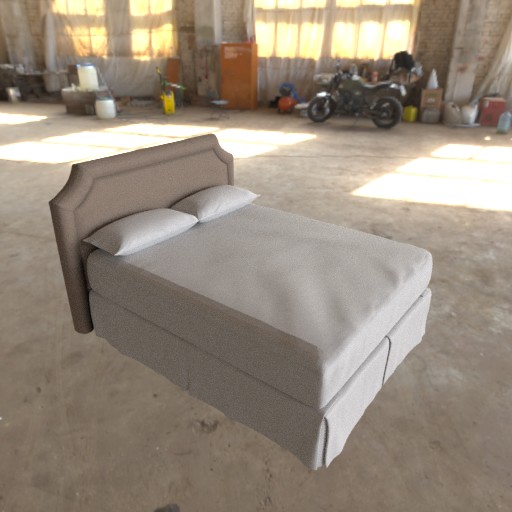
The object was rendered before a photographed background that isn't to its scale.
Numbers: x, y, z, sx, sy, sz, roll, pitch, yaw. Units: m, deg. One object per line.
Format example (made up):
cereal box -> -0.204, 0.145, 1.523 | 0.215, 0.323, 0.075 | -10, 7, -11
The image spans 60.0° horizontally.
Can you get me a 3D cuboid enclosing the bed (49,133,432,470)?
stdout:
bed -> 0.000, 0.000, 3.210 | 2.164, 1.303, 1.828 | 19, 32, 33
